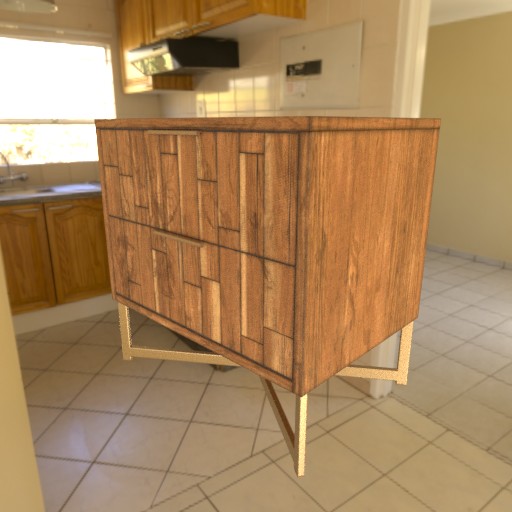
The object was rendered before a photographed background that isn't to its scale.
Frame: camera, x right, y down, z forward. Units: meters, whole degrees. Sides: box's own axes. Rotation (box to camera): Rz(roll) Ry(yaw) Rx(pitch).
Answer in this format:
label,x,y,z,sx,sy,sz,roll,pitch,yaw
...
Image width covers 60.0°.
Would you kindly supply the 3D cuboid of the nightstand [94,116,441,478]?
label,x,y,z,sx,sy,sz,roll,pitch,yaw
nightstand,0.000,0.000,1.030,0.610,0.610,0.446,15,23,42
